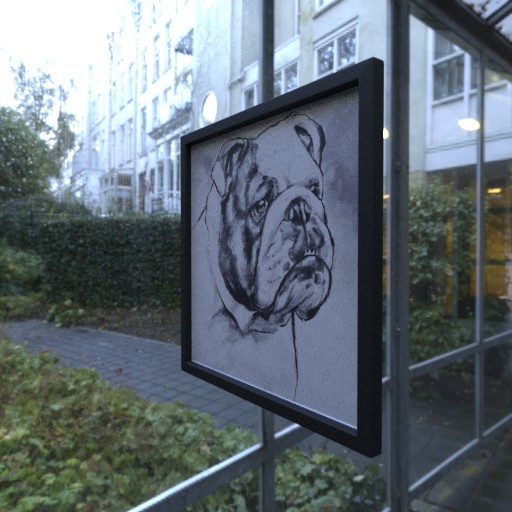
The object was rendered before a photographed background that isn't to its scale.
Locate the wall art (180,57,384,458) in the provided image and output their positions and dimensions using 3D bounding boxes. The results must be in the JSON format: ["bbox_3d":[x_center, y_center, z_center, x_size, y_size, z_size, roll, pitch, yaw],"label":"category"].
[{"bbox_3d":[0.000,0.000,0.685,0.022,0.453,0.456,-1,2,-37],"label":"wall art"}]
